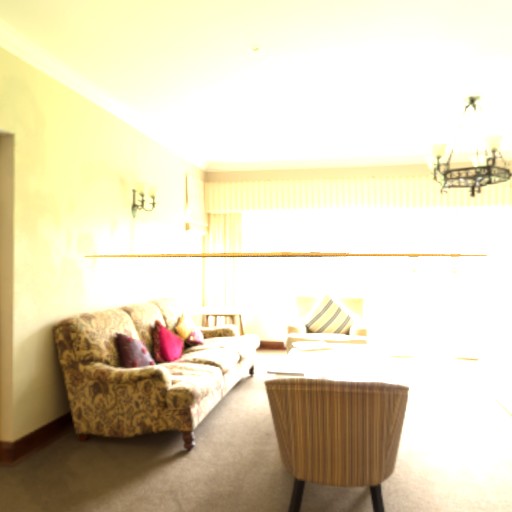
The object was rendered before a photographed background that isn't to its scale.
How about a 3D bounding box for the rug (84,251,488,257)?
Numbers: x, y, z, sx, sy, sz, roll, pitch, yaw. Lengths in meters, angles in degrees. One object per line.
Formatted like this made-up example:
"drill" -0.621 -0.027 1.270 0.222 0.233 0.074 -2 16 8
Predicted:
"rug" 0.000 0.000 2.889 1.514 0.014 2.275 0 0 -38
